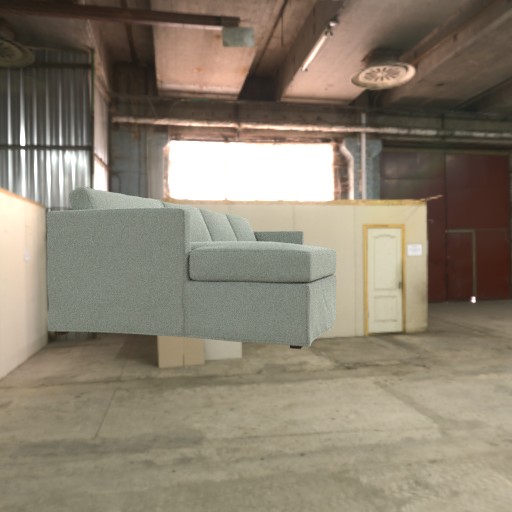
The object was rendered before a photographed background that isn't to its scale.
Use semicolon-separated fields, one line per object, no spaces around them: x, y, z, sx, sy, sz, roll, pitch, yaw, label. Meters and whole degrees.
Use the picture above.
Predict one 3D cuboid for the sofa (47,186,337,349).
0.000;0.000;3.901;1.650;0.922;3.205;0;1;18;sofa
